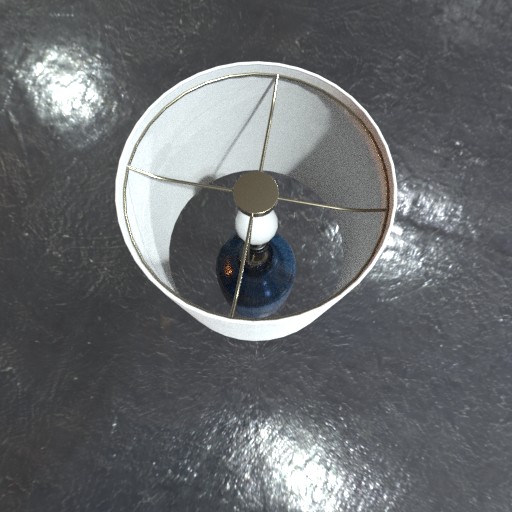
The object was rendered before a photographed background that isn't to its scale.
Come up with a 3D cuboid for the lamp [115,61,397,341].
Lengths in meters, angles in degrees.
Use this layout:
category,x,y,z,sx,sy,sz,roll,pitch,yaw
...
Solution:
category,x,y,z,sx,sy,sz,roll,pitch,yaw
lamp,0.000,0.000,0.577,0.220,0.475,0.220,23,77,6
